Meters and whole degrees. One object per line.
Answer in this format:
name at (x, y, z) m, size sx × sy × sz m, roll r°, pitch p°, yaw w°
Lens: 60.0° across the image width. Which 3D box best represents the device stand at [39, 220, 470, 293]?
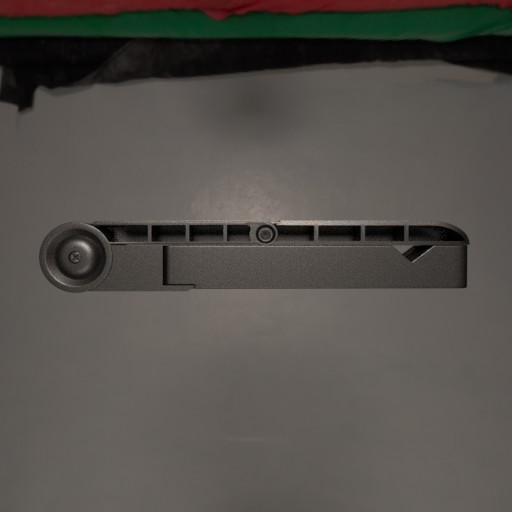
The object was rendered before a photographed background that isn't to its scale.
device stand at (0.000, 0.000, 0.195) m, size 0.179 × 0.030 × 0.026 m, roll 0°, pitch 1°, yaw -1°
